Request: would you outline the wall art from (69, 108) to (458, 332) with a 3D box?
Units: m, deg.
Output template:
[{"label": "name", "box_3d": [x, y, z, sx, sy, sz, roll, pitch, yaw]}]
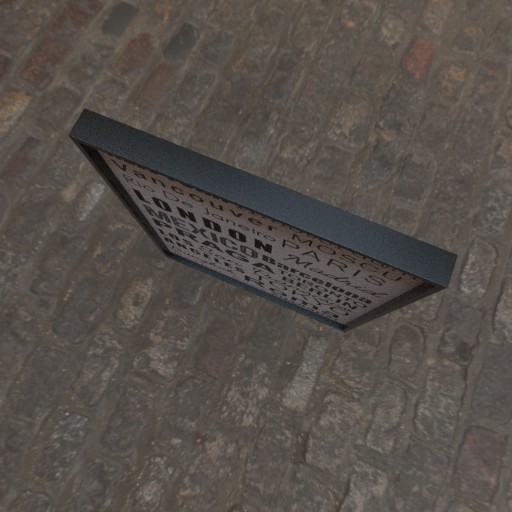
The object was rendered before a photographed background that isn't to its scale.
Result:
[{"label": "wall art", "box_3d": [0.000, 0.000, 0.752, 0.448, 0.551, 0.038, 22, 77, 6]}]
